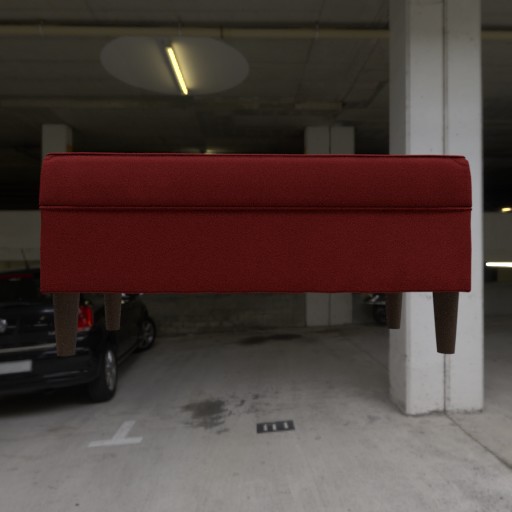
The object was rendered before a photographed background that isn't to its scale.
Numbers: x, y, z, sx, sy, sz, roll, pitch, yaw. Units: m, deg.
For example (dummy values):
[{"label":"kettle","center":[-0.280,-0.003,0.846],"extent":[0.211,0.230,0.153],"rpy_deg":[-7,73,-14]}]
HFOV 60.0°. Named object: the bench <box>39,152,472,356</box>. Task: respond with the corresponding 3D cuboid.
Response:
[{"label":"bench","center":[0.000,0.000,1.254],"extent":[1.016,0.471,0.492],"rpy_deg":[0,0,-2]}]
